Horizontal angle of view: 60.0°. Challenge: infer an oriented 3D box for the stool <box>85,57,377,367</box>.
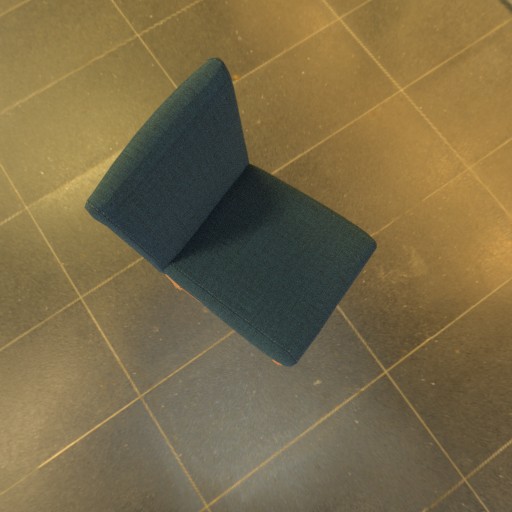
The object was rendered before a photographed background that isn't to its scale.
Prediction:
[{"bbox_3d":[0.000,0.000,1.373,0.567,1.039,0.454,35,79,8],"label":"stool"}]
